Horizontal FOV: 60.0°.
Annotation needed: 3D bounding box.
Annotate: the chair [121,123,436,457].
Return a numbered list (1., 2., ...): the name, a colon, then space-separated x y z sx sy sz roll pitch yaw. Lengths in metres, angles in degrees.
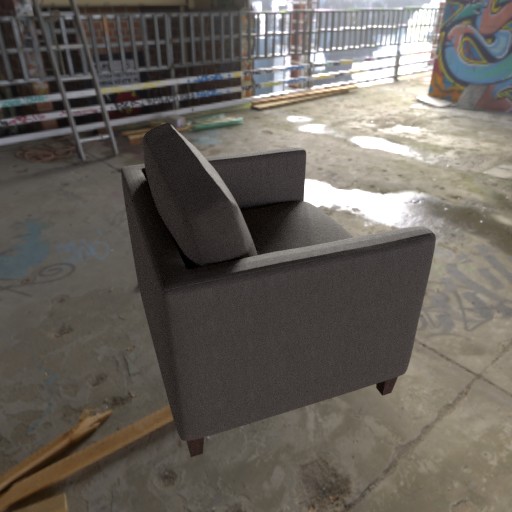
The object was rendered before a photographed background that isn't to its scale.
1. chair: 0.000 0.000 1.888 0.959 0.963 1.107 -11 32 -18
